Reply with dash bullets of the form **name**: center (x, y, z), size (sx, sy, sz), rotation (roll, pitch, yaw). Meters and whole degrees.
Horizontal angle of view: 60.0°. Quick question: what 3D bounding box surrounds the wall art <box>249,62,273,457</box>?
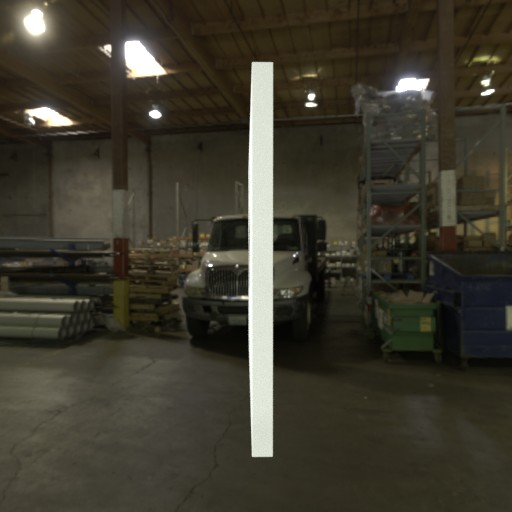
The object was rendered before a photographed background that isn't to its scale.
- **wall art**: center (0.000, 0.000, 1.145), size (0.033, 0.617, 0.906), rotation (0, 1, -1)
